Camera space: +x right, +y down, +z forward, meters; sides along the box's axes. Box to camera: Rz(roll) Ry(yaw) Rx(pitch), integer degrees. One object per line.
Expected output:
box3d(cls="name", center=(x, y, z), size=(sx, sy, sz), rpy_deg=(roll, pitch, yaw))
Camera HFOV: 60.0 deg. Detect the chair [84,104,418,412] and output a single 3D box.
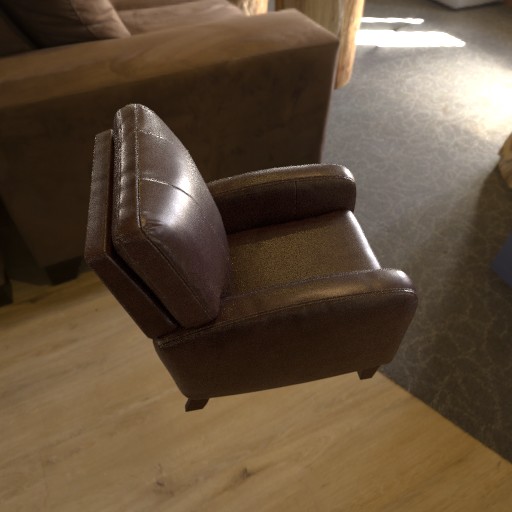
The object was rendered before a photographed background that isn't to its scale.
box3d(cls="chair", center=(0.000, 0.000, 1.657), size=(0.990, 0.990, 0.762), rpy_deg=(-8, 48, -7))
